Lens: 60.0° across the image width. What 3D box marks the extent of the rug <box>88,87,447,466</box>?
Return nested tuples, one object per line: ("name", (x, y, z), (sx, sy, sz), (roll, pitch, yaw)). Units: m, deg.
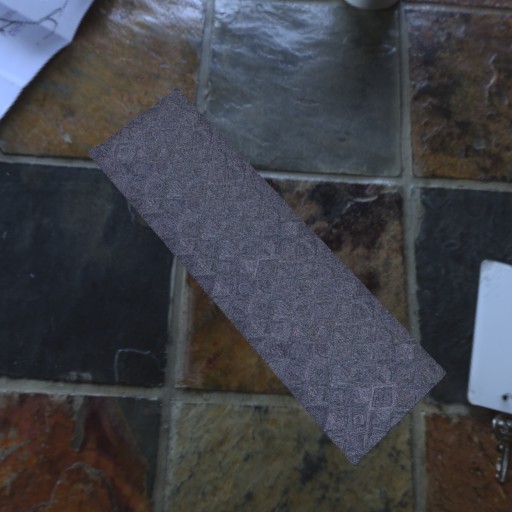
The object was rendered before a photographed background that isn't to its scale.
("rug", (0.000, 0.000, 2.497), (0.691, 0.011, 2.296), (-40, 79, -9))
